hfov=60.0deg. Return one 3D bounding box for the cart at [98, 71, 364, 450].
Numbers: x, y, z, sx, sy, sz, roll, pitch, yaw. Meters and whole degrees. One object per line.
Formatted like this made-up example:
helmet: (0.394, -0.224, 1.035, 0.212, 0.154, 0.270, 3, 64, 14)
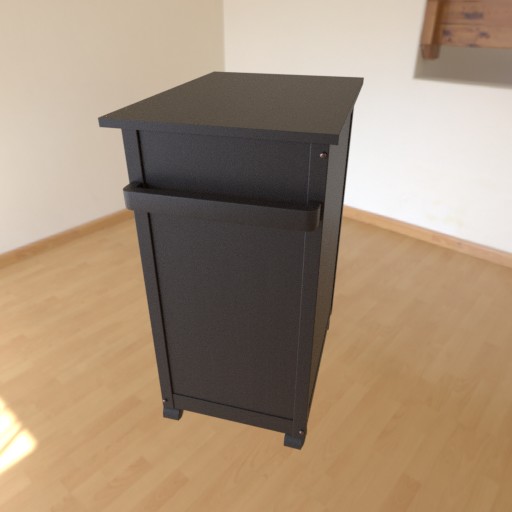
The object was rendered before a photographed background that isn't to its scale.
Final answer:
cart: (0.000, 0.000, 1.263, 0.456, 0.879, 0.660, 8, 31, 13)
